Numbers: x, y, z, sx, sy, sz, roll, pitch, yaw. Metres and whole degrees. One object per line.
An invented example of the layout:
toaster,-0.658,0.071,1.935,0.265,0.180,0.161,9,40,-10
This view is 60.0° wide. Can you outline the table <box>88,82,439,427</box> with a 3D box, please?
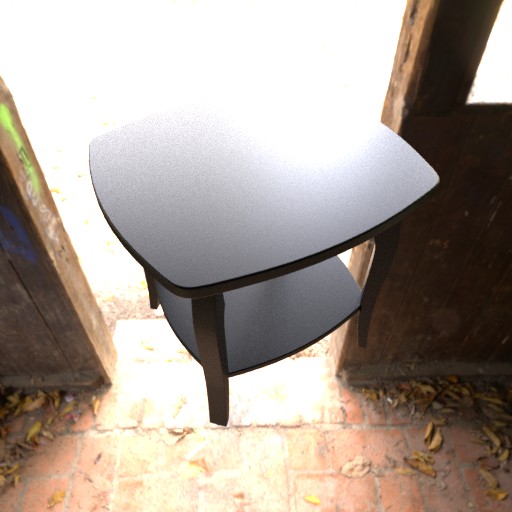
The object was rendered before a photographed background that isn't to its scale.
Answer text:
table,0.000,0.000,0.882,0.508,0.457,0.457,-23,50,-20
